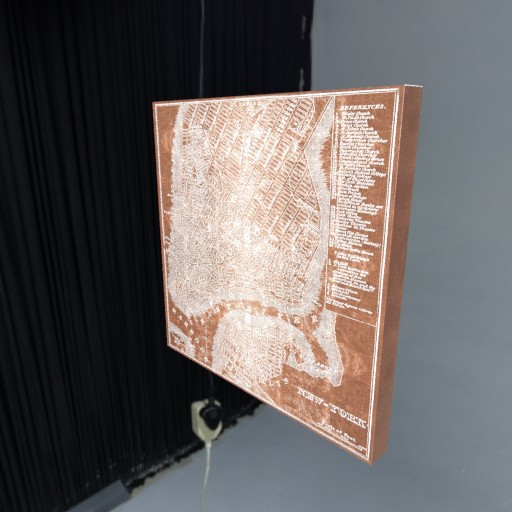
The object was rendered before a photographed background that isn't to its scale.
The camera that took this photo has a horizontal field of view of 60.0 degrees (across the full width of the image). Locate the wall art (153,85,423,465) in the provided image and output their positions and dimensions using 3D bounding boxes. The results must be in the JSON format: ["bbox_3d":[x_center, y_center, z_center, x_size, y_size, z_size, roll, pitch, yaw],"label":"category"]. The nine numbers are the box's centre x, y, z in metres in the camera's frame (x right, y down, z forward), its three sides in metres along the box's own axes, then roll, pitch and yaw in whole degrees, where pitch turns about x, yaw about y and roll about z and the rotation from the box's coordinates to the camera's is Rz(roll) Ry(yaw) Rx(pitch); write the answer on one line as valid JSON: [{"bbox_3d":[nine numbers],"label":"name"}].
[{"bbox_3d":[0.000,0.000,0.592,0.035,0.403,0.403,-16,22,-43],"label":"wall art"}]
